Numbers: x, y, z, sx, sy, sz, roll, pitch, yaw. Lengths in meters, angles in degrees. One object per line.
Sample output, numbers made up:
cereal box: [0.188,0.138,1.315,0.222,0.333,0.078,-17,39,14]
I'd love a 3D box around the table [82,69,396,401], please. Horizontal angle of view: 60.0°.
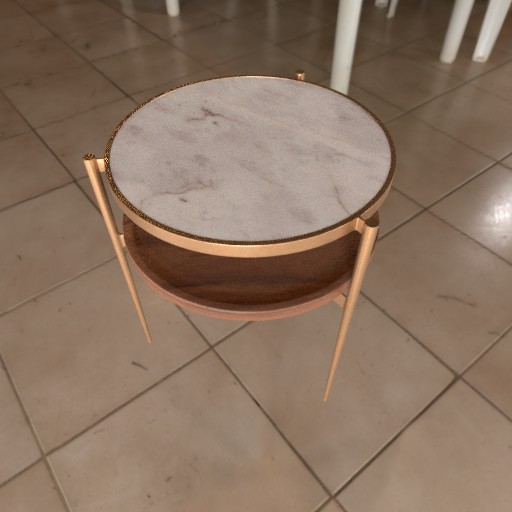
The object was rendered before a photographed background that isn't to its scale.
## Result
table: [0.000,0.000,0.828,0.430,0.493,0.456,-31,55,-25]
